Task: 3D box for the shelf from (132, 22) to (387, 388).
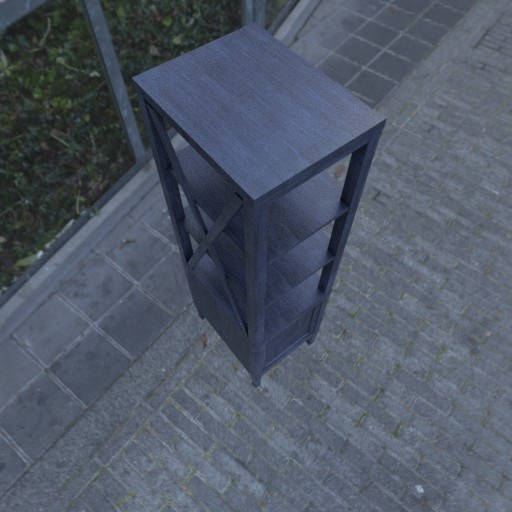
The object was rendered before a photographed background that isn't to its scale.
[{"bbox_3d":[0.000,0.000,1.994,0.472,1.727,0.584,-34,64,-19],"label":"shelf"}]
